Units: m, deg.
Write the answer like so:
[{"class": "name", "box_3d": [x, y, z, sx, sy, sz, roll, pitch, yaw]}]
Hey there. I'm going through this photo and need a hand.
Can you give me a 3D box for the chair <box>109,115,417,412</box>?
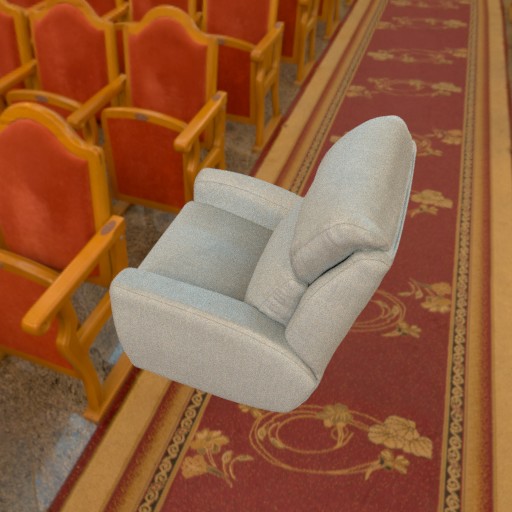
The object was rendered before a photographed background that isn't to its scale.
[{"class": "chair", "box_3d": [0.000, 0.000, 1.674, 0.940, 1.016, 0.794, 14, 47, 14]}]
